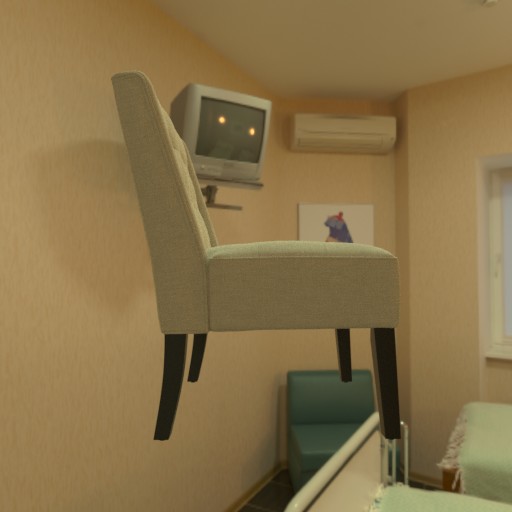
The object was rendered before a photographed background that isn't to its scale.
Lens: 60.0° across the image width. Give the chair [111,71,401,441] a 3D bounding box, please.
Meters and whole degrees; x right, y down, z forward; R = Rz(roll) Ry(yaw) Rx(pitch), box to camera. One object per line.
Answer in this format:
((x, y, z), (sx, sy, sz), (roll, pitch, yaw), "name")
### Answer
((0.000, 0.000, 1.277), (0.676, 0.853, 0.569), (0, -1, 0), "chair")
